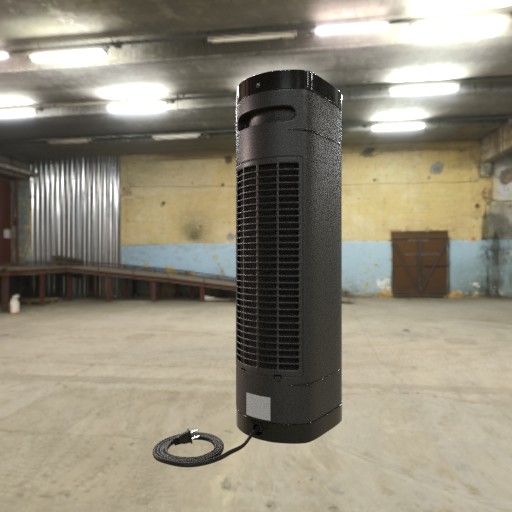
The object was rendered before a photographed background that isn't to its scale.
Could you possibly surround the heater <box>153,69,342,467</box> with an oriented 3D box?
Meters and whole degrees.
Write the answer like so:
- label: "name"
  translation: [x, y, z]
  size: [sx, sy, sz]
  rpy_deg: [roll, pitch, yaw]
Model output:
- label: "heater"
  translation: [0.000, 0.000, 0.690]
  size: [0.174, 0.552, 0.312]
  rpy_deg: [0, 0, 36]
